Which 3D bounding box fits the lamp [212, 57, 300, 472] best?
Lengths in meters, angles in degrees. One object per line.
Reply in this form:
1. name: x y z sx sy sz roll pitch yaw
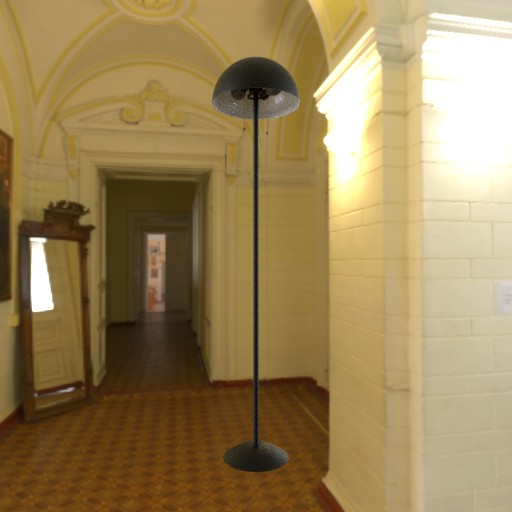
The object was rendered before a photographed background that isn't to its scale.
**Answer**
1. lamp: 0.000 0.000 1.648 0.328 1.480 0.328 -1 -1 34
